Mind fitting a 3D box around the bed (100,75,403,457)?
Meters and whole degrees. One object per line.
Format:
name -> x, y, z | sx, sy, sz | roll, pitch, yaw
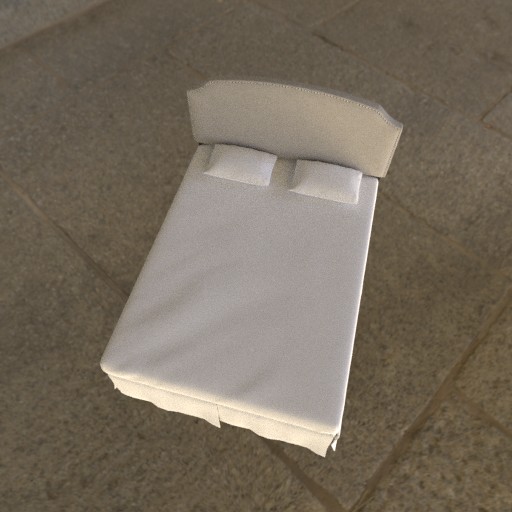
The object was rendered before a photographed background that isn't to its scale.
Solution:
bed -> 0.000, 0.000, 2.947 | 1.558, 1.270, 1.999 | 13, 59, 8
